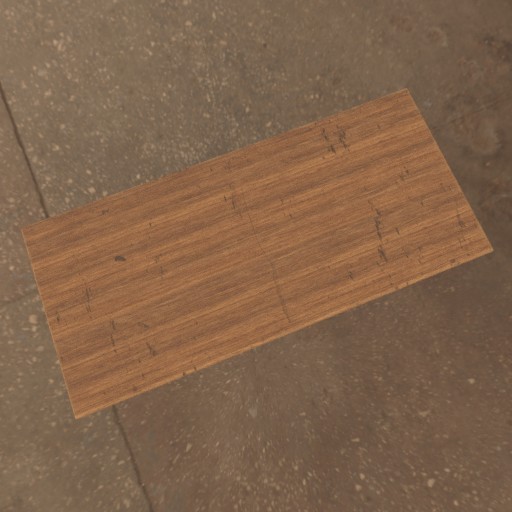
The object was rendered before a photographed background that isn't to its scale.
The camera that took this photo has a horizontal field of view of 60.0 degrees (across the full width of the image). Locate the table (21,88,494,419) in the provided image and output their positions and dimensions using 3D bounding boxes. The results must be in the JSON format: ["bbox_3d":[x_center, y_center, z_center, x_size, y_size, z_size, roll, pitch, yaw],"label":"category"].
[{"bbox_3d":[0.000,0.000,2.625,2.200,0.757,1.000,-21,78,-5],"label":"table"}]
